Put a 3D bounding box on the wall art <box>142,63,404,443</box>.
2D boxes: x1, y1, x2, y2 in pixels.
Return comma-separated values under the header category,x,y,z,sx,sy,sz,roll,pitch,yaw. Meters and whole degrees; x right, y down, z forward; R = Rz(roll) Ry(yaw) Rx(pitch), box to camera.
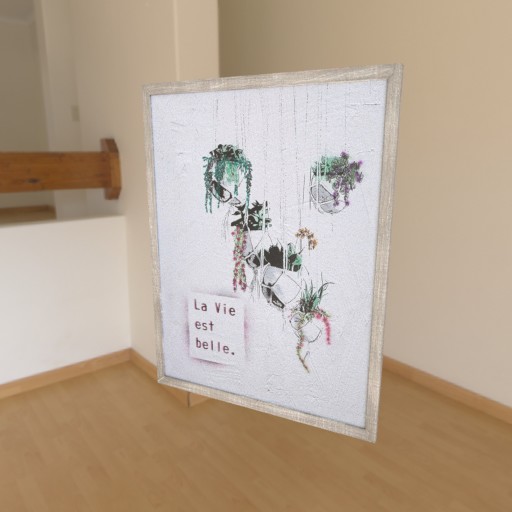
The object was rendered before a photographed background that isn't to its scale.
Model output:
category,x,y,z,sx,sy,sz,roll,pitch,yaw
wall art,0.000,0.000,1.341,0.781,1.022,0.035,6,15,25
